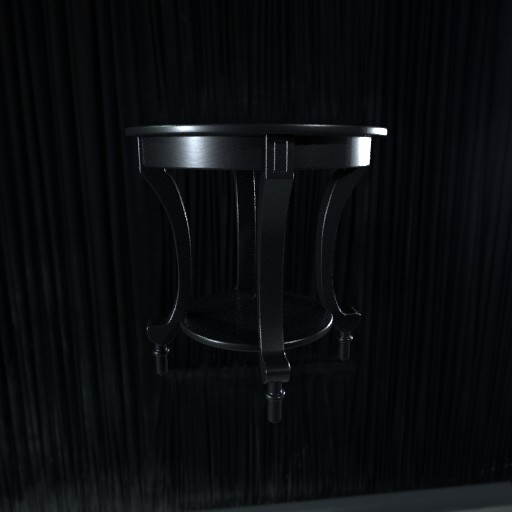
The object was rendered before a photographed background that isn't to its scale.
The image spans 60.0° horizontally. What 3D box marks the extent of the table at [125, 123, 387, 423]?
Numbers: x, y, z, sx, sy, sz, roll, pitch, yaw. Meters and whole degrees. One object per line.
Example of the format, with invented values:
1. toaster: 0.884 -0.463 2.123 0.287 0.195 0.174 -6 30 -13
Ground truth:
1. table: 0.000 0.000 1.125 0.597 0.618 0.597 0 14 0
